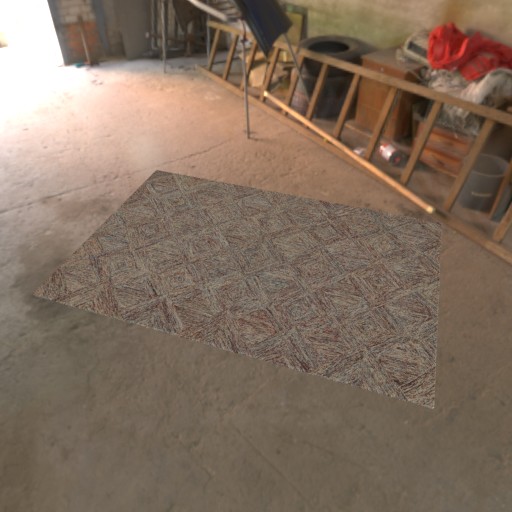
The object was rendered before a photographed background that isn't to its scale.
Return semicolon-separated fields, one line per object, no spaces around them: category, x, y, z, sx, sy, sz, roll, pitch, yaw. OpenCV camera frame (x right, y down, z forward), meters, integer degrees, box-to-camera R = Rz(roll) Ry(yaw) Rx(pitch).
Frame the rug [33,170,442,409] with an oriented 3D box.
rug;0.000;0.000;2.901;2.285;0.019;1.523;13;43;14
